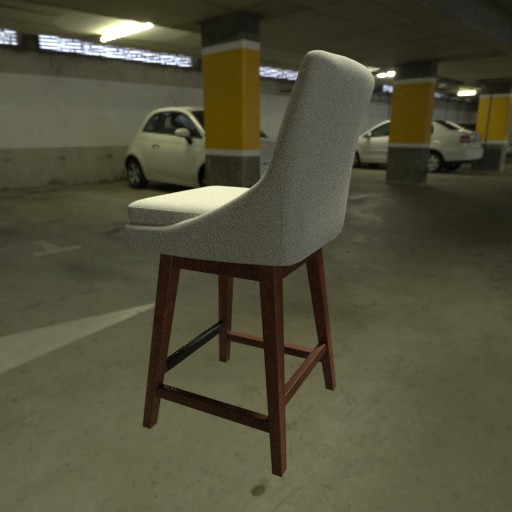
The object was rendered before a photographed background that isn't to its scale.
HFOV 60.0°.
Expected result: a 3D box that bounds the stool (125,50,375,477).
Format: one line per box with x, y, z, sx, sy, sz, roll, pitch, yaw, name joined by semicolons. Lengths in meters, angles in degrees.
0.000;0.000;1.265;0.559;0.991;0.469;8;17;26;stool
